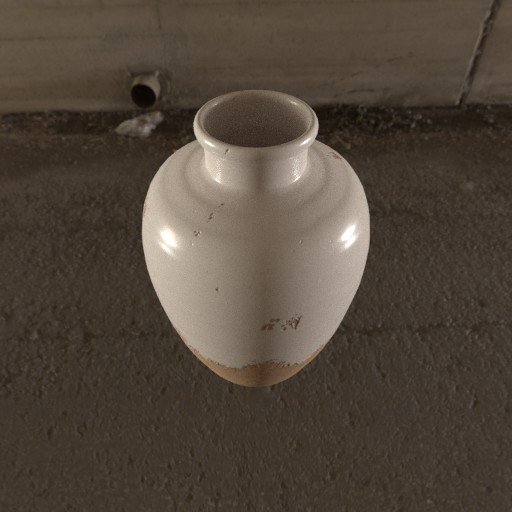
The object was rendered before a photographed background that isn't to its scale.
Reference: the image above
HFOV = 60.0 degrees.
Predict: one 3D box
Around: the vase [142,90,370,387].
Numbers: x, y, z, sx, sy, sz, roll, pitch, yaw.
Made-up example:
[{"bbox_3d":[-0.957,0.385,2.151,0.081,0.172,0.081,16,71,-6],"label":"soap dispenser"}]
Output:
[{"bbox_3d":[0.000,0.000,0.334,0.158,0.228,0.158,0,46,0],"label":"vase"}]
